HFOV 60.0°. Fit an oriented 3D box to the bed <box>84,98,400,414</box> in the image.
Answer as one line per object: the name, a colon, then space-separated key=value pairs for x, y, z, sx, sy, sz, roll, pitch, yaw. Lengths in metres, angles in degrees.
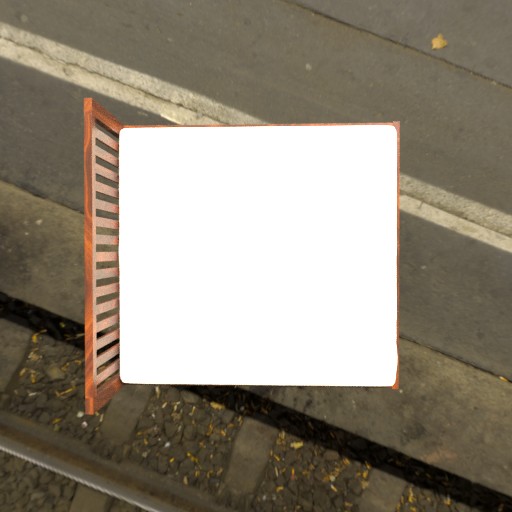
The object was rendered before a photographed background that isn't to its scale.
bed: x=0.000 y=0.000 z=3.073 sx=2.030 sy=0.890 sz=1.905 roll=0 pitch=91 yaw=2
